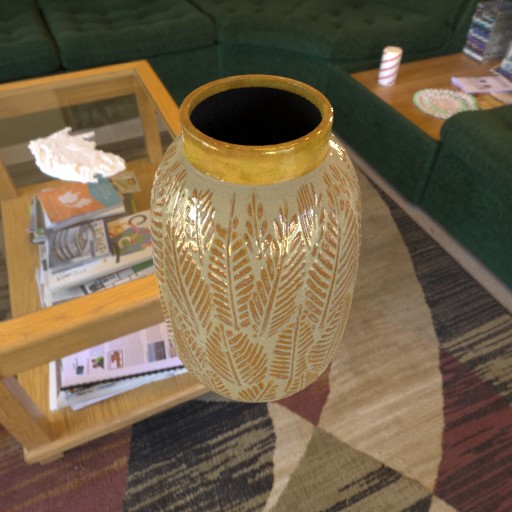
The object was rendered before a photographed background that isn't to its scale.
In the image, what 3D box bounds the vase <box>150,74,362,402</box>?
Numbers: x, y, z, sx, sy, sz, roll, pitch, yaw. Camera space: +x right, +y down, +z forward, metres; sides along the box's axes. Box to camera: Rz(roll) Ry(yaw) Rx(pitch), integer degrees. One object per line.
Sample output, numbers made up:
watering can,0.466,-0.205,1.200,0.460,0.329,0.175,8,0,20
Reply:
vase,0.000,0.000,0.375,0.172,0.270,0.172,0,47,0
